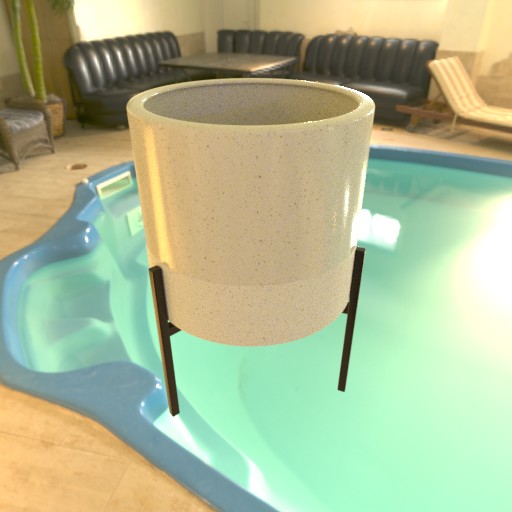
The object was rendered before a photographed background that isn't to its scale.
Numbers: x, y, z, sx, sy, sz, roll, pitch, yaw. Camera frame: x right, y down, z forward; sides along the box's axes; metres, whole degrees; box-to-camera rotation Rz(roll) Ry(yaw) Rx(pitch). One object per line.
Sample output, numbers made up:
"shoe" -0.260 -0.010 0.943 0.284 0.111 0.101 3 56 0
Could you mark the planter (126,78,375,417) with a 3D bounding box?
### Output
"planter" 0.000 0.000 0.336 0.159 0.230 0.152 10 32 17
